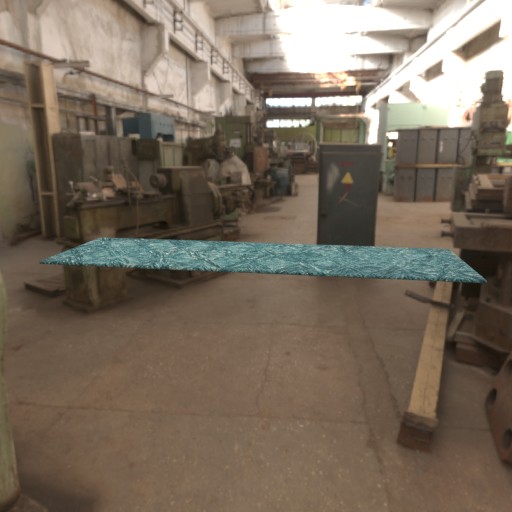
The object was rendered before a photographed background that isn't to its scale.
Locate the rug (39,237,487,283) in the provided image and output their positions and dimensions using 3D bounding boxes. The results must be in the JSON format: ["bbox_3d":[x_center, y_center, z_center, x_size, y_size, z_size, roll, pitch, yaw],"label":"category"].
[{"bbox_3d":[0.000,0.000,2.561,2.286,0.016,0.676,2,14,9],"label":"rug"}]
